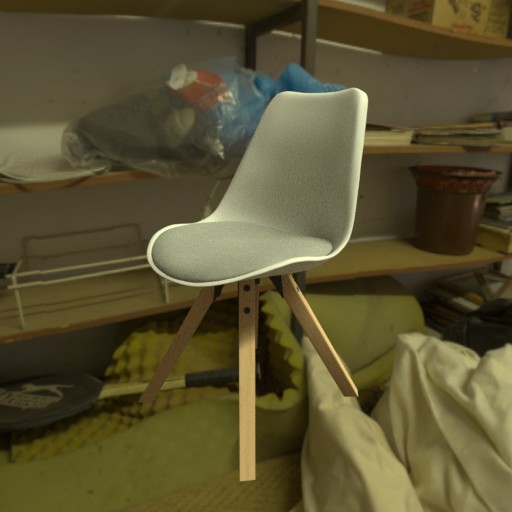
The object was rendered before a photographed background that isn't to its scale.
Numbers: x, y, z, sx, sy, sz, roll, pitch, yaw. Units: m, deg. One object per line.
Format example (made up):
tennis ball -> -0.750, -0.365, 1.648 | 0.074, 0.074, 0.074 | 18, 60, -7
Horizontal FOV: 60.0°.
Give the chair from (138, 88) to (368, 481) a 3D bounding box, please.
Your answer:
chair -> 0.000, 0.000, 1.178 | 0.485, 0.850, 0.550 | 16, 23, 42
